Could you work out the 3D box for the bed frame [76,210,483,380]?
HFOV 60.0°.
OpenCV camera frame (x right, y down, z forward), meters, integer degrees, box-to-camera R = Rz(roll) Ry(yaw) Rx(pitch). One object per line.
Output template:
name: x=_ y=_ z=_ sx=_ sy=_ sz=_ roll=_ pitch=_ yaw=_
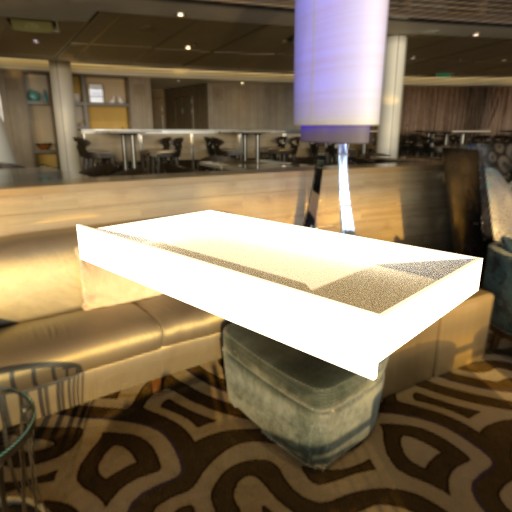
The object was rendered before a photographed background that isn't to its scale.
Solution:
bed frame: x=0.000 y=0.000 z=1.545 sx=1.300 sy=0.141 sz=0.670 roll=14 pitch=21 yaw=42
